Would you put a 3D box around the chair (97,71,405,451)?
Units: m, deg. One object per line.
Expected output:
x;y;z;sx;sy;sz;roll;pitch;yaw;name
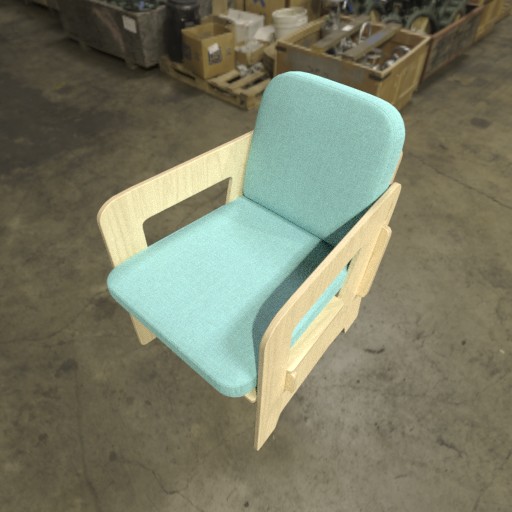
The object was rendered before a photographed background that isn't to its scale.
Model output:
0.000;0.000;1.273;0.590;0.800;0.710;33;54;28;chair
